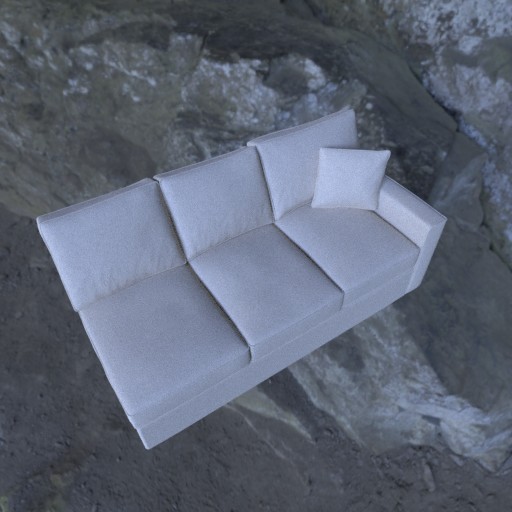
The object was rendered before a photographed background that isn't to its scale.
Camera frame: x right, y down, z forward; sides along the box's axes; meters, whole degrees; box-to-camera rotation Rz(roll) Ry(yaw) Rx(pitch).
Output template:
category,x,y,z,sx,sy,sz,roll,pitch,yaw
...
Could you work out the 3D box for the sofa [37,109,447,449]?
category,x,y,z,sx,sy,sz,roll,pitch,yaw
sofa,0.000,0.000,2.520,1.963,0.946,1.034,-25,51,-22
